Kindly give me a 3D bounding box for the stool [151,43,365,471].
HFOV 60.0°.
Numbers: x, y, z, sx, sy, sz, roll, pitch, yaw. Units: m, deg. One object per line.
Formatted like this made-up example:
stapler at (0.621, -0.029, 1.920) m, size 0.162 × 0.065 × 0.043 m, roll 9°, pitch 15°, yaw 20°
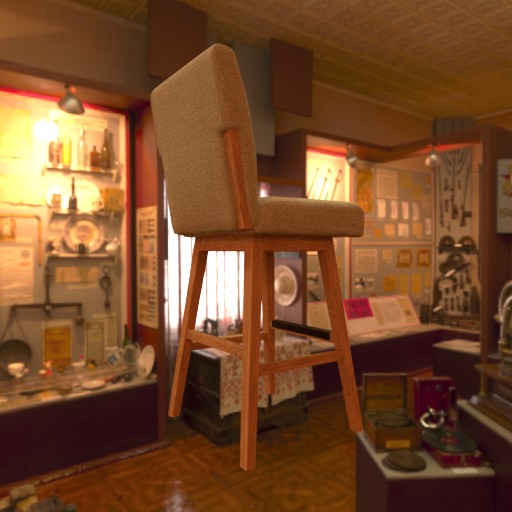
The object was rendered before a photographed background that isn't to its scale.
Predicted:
stool at (0.000, 0.000, 1.451) m, size 0.569 × 1.106 × 0.483 m, roll -1°, pitch 1°, yaw -35°
